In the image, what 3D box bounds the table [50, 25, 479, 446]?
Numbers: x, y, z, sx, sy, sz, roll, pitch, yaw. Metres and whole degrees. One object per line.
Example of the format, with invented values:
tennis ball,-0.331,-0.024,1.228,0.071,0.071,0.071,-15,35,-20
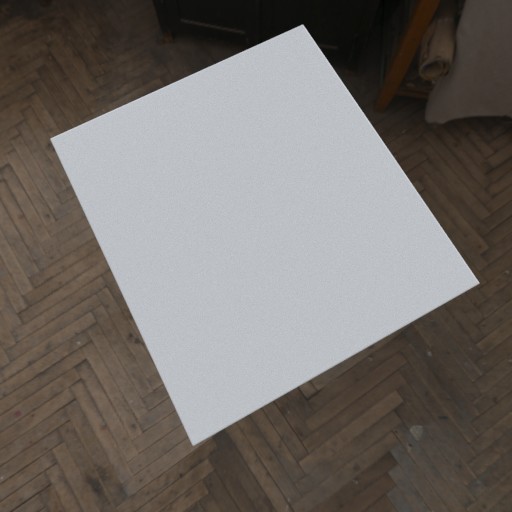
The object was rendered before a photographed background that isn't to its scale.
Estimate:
table,0.000,0.000,0.771,0.380,0.460,0.420,-27,77,-7
